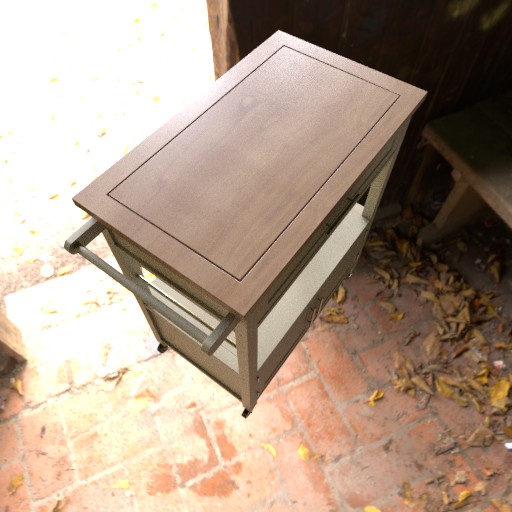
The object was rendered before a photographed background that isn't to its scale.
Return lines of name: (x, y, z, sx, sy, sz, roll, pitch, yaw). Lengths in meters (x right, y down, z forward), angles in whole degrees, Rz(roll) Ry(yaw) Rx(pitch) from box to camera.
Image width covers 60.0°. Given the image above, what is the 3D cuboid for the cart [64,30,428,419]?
cart: (0.000, 0.000, 1.386, 0.459, 0.901, 0.840, 32, 63, 18)
